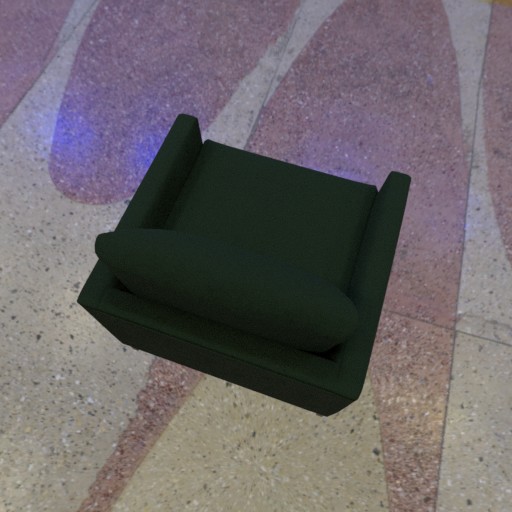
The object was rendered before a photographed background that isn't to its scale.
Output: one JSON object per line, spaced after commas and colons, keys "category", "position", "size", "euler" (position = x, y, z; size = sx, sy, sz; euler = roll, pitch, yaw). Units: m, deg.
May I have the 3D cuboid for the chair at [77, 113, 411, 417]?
{"category": "chair", "position": [0.000, 0.000, 1.698], "size": [0.963, 0.861, 0.866], "euler": [17, 66, 8]}
